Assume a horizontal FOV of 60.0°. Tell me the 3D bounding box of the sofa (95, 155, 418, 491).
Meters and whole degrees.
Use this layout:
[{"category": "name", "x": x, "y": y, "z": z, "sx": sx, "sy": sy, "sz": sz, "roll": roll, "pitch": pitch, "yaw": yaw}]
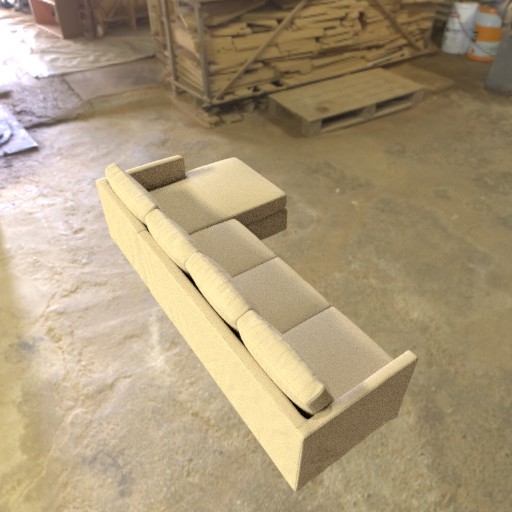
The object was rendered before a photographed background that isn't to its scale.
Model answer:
[{"category": "sofa", "x": 0.000, "y": 0.000, "z": 3.819, "sx": 1.622, "sy": 0.871, "sz": 3.206, "roll": -25, "pitch": 47, "yaw": -26}]
